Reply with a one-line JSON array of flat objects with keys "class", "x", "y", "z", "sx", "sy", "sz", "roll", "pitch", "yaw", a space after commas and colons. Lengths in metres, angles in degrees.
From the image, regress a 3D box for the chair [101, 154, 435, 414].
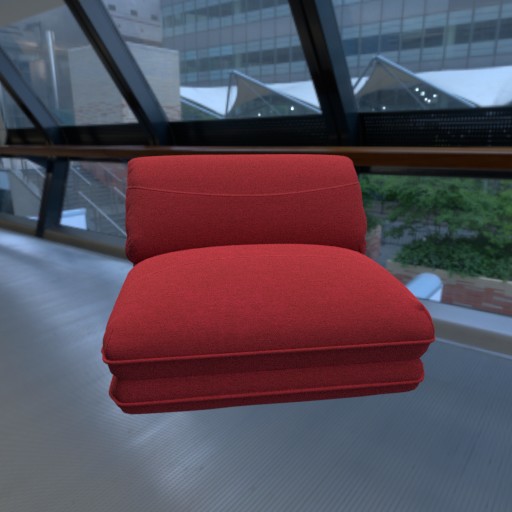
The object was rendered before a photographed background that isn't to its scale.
[{"class": "chair", "x": 0.000, "y": 0.000, "z": 1.357, "sx": 0.820, "sy": 0.580, "sz": 0.780, "roll": -2, "pitch": 16, "yaw": -8}]
